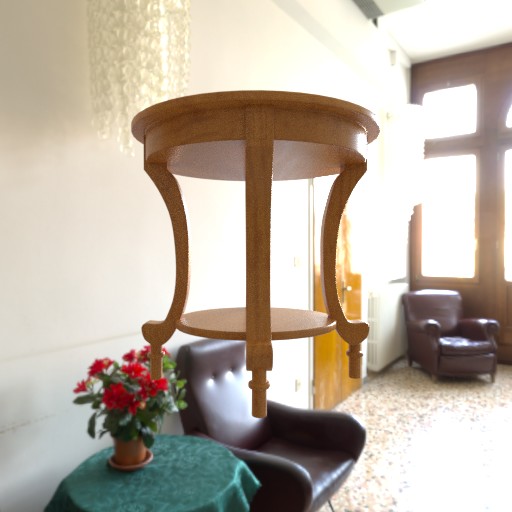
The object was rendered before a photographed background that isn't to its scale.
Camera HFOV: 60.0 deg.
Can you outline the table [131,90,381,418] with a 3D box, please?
[{"bbox_3d":[0.000,0.000,1.105,0.597,0.612,0.597,0,1,0],"label":"table"}]
